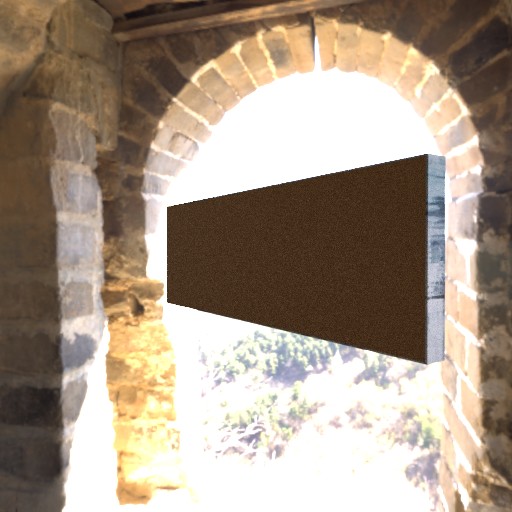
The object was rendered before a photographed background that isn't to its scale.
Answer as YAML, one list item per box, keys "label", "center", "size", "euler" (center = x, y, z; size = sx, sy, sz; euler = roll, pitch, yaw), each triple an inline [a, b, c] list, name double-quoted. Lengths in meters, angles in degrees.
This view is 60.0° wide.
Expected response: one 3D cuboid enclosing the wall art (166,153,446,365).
- label: "wall art"
  center: [0.000, 0.000, 0.844]
  size: [0.037, 0.251, 0.759]
  euler: [0, 1, -35]
